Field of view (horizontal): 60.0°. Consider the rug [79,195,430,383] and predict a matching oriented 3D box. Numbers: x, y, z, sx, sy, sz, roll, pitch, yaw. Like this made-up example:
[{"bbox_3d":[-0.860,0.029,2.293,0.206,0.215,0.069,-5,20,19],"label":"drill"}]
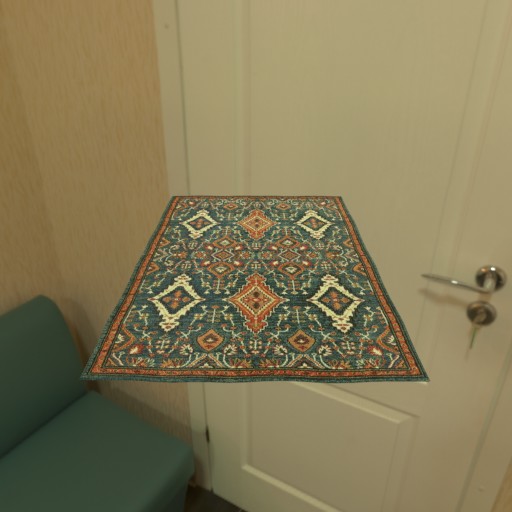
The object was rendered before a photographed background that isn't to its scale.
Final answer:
[{"bbox_3d":[0.000,0.000,4.210,2.190,0.008,3.371,0,27,0],"label":"rug"}]
